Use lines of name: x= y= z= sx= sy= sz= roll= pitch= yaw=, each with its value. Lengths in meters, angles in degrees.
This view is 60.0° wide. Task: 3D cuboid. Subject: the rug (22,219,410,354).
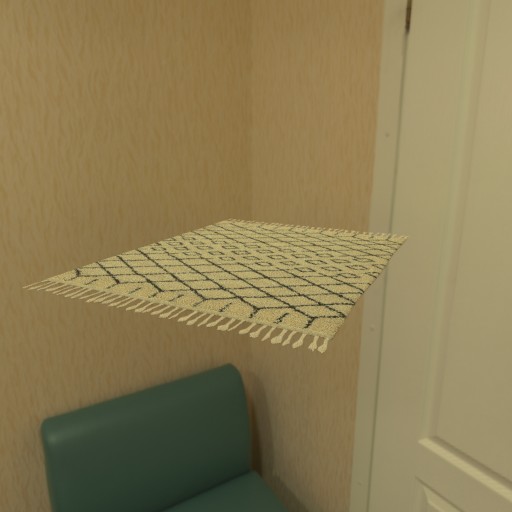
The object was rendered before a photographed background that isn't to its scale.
rug: x=0.000 y=0.000 z=4.246 sx=2.388 sy=0.030 sz=3.213 roll=7 pitch=17 yaw=25
